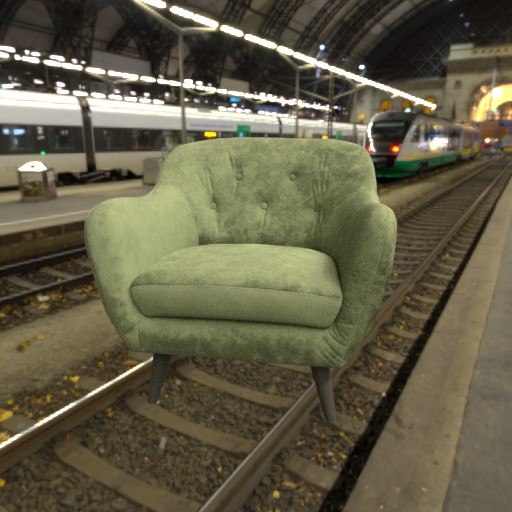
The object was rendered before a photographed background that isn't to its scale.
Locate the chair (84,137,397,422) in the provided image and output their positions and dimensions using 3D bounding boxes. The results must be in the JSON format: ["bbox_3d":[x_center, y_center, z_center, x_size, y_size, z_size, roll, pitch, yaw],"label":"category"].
[{"bbox_3d":[0.000,0.000,1.539,0.840,0.804,0.819,2,15,9],"label":"chair"}]
